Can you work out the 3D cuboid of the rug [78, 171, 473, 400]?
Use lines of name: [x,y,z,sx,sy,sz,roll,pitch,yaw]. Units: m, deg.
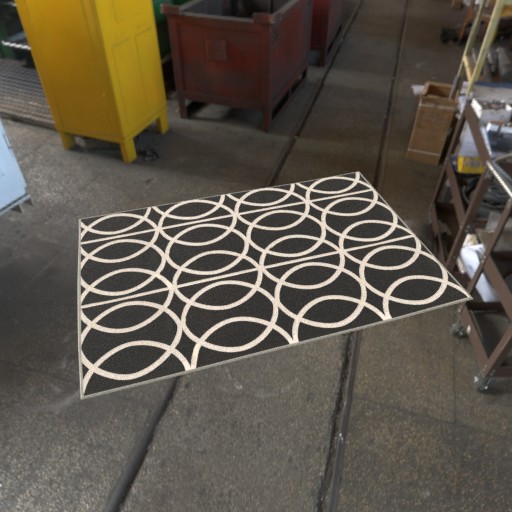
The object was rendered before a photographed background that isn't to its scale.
rug: [0.000,0.000,2.972,2.294,0.014,1.528,-12,44,-12]
